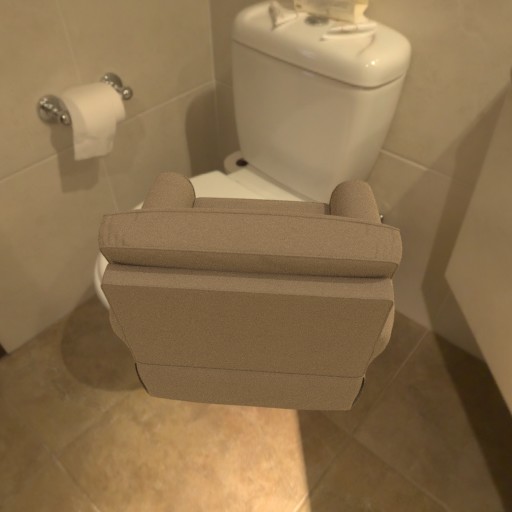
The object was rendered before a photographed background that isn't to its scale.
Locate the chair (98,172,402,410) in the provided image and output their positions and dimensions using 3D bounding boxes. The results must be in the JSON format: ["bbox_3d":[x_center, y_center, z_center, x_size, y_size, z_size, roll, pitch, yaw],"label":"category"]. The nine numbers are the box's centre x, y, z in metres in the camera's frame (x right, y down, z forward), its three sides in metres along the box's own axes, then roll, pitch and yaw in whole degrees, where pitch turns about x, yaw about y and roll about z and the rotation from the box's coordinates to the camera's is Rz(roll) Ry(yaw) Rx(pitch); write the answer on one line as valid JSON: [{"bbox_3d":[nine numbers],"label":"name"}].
[{"bbox_3d":[0.000,0.000,1.967,1.135,1.017,0.988,3,47,3],"label":"chair"}]
